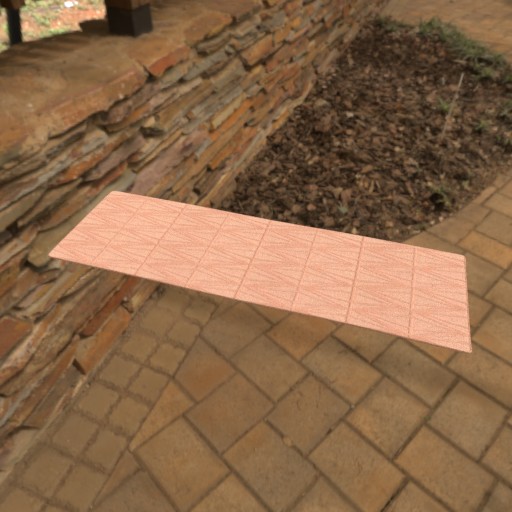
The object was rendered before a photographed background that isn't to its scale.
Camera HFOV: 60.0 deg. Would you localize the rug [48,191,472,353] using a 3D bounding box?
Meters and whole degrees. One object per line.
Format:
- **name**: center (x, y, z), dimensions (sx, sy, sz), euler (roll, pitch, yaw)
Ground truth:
- **rug**: center (0.000, 0.000, 2.696), dimensions (2.435, 0.015, 0.760), euler (12, 43, 13)
